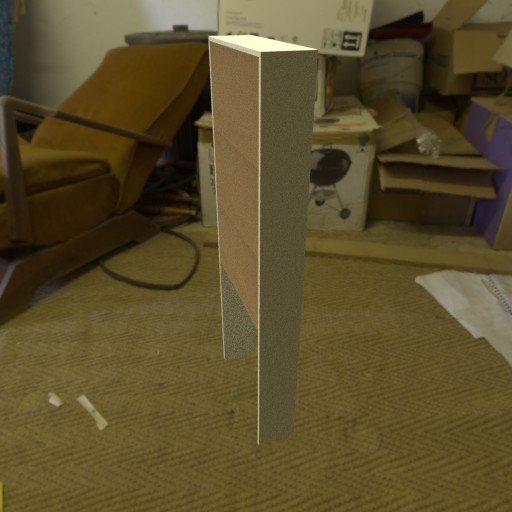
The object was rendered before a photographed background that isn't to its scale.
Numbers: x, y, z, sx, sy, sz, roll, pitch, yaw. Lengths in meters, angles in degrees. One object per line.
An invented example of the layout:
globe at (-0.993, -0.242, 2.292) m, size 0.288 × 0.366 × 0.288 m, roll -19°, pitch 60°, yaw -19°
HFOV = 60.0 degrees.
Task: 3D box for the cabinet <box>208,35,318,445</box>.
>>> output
cabinet at (0.000, 0.000, 2.029) m, size 0.192 × 1.770 × 0.643 m, roll -10°, pitch 32°, yaw -16°
